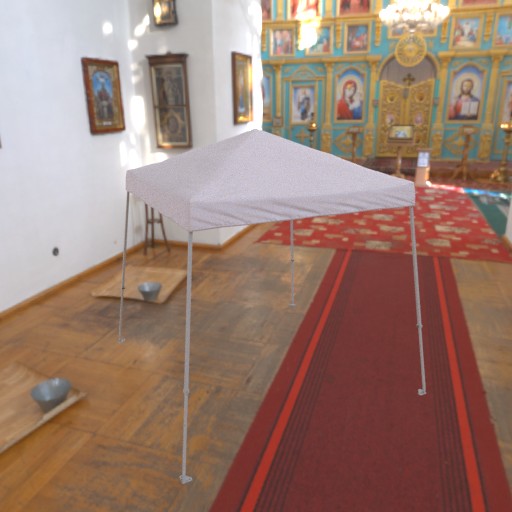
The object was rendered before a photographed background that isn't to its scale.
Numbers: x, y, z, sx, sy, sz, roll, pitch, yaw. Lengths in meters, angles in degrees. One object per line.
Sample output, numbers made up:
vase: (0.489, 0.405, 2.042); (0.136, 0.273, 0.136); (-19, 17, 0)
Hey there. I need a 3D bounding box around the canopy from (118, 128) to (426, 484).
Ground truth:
canopy: (0.000, 0.000, 5.156); (2.850, 2.850, 2.849); (-9, 19, -26)
